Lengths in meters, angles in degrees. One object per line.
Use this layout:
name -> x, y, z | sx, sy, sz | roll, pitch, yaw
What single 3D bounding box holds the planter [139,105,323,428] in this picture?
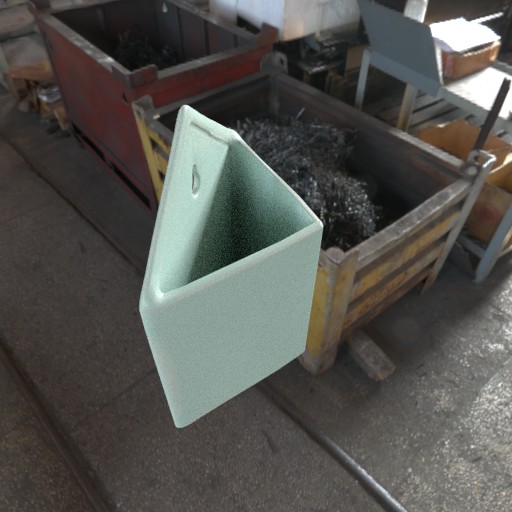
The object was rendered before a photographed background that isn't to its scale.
planter -> 0.000, 0.000, 0.285 | 0.079, 0.197, 0.164 | 10, 47, 9
